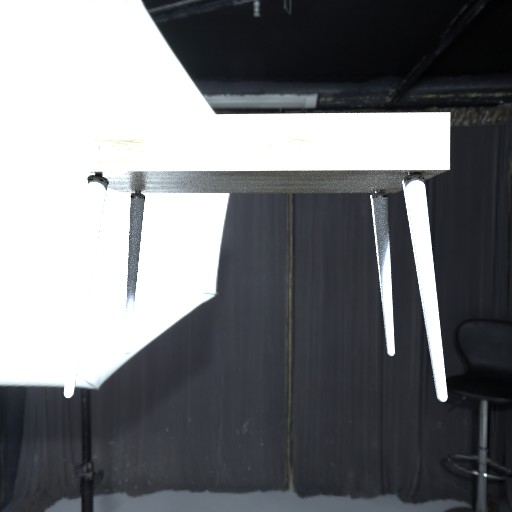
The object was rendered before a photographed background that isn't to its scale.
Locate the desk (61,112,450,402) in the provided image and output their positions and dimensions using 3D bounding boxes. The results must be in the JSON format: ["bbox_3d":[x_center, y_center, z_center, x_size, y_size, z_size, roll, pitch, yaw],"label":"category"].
[{"bbox_3d":[0.000,0.000,1.357,0.979,0.723,0.491,0,1,2],"label":"desk"}]
